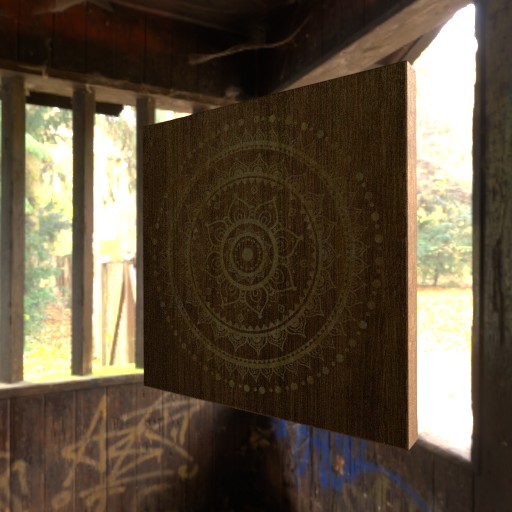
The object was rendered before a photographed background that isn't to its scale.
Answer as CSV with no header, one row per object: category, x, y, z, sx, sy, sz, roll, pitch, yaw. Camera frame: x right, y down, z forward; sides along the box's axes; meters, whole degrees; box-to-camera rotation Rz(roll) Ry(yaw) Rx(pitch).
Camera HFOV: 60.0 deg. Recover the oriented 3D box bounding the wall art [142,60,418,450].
wall art,0.000,0.000,0.586,0.406,0.403,0.039,0,0,35
